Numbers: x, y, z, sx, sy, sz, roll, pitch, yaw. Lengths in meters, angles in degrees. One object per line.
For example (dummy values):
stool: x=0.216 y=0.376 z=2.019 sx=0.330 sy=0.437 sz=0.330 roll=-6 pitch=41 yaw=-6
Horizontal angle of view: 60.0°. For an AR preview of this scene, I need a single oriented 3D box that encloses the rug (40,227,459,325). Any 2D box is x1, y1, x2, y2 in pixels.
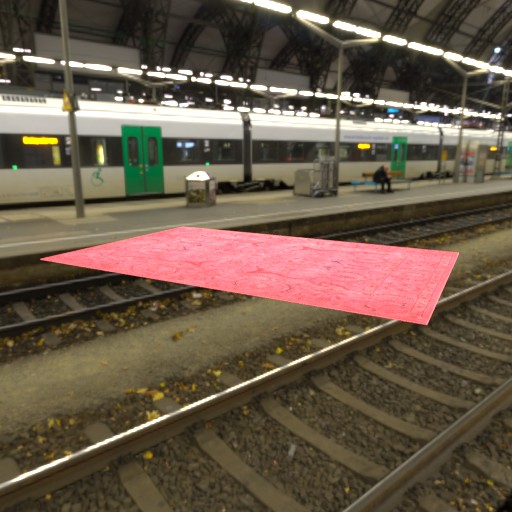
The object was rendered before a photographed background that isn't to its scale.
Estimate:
rug: x=0.000 y=0.000 z=3.031 sx=2.423 sy=0.010 sz=1.534 roll=7 pitch=15 yaw=28
